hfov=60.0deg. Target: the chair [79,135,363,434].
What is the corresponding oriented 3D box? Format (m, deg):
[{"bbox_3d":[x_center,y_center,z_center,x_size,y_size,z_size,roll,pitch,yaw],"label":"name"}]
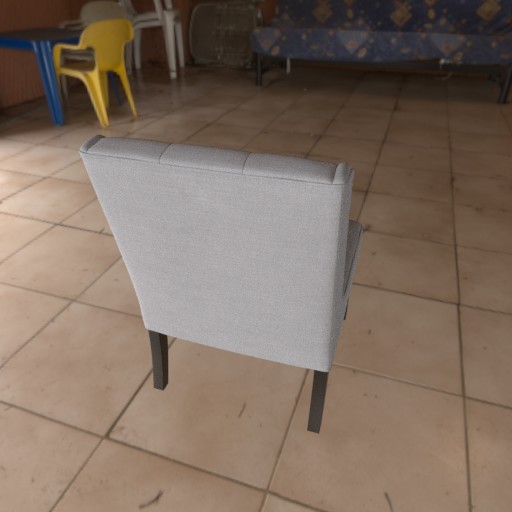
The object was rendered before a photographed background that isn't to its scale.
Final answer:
[{"bbox_3d":[0.000,0.000,1.320,0.569,0.853,0.676,10,34,15],"label":"chair"}]
